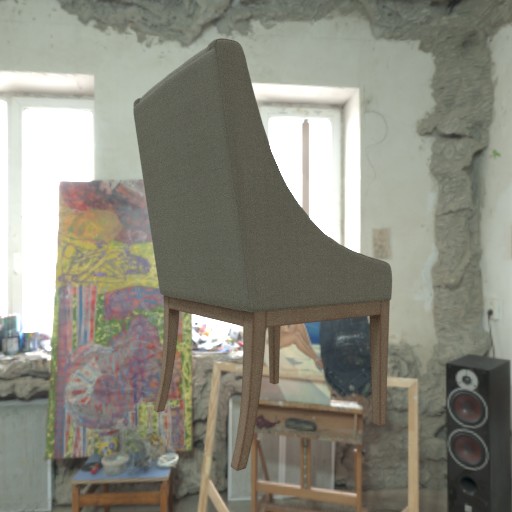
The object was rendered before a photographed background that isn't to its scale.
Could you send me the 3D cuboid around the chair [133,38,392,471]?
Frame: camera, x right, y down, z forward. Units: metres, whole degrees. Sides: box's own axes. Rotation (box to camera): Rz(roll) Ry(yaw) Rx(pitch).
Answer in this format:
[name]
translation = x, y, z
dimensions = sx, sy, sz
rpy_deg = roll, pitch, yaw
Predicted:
[chair]
translation = 0.000, 0.000, 1.395
dimensions = 0.611, 1.021, 0.575
rpy_deg = 0, 1, -36
